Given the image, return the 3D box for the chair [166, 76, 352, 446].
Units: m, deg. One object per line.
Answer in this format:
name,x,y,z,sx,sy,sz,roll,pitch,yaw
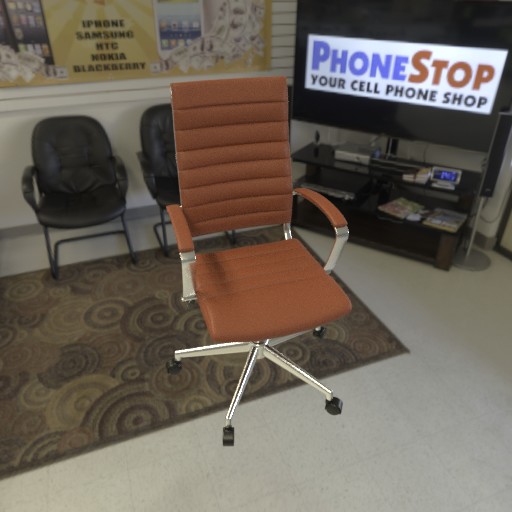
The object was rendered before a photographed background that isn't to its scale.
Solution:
chair,0.000,0.000,1.668,0.766,1.149,0.739,-10,33,-15
